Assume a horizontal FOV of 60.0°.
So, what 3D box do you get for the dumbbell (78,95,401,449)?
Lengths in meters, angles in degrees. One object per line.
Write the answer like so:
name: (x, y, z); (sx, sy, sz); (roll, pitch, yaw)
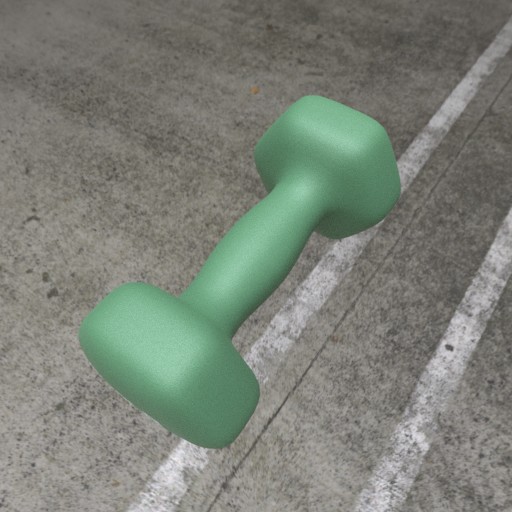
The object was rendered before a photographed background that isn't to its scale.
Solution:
dumbbell: (0.000, 0.000, 0.321); (0.126, 0.114, 0.257); (32, 64, 18)
